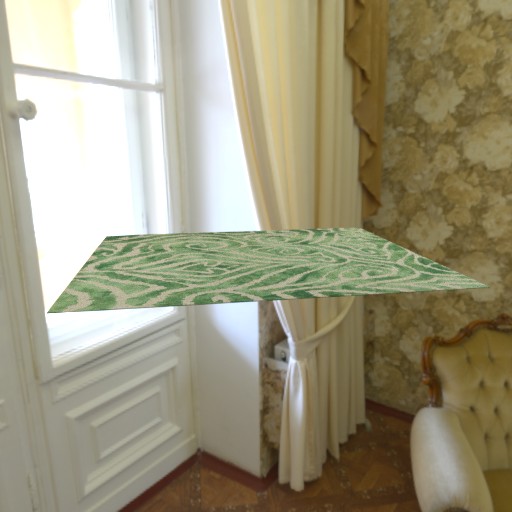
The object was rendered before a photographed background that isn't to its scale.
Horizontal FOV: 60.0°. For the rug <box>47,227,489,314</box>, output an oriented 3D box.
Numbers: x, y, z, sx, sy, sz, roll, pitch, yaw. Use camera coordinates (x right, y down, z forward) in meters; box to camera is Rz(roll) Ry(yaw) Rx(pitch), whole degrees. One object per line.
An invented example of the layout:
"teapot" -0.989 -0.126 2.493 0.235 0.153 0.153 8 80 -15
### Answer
"rug" 0.000 0.000 4.148 3.045 0.007 2.436 -2 14 -9
